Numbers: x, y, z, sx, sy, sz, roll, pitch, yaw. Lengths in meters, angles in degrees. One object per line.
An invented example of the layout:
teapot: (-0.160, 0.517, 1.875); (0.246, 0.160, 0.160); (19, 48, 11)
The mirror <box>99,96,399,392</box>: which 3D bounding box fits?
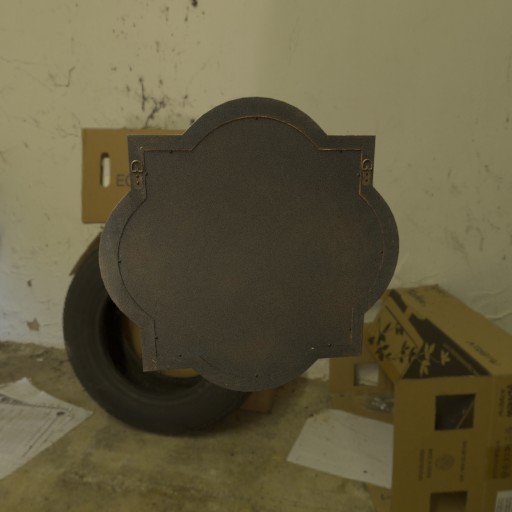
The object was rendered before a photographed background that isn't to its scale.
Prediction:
mirror: (0.000, 0.000, 1.037); (0.686, 0.686, 0.019); (-2, 15, -8)
